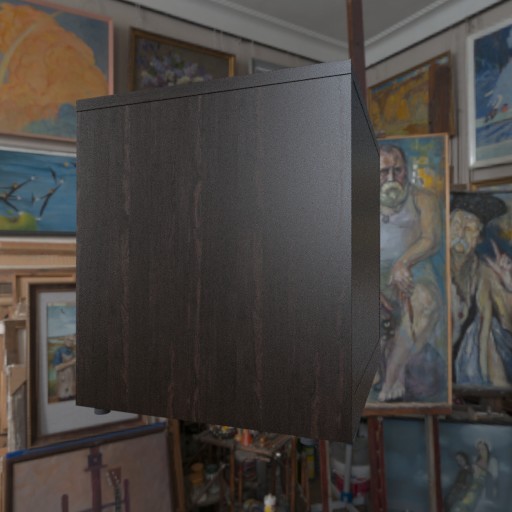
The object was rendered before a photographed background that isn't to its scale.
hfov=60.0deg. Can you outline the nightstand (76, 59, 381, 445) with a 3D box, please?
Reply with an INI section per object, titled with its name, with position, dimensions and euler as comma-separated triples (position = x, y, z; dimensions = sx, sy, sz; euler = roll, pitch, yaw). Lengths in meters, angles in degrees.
[nightstand]
position = 0.000, 0.000, 0.851
dimensions = 0.427, 0.487, 0.489
euler = 0, 0, 20
